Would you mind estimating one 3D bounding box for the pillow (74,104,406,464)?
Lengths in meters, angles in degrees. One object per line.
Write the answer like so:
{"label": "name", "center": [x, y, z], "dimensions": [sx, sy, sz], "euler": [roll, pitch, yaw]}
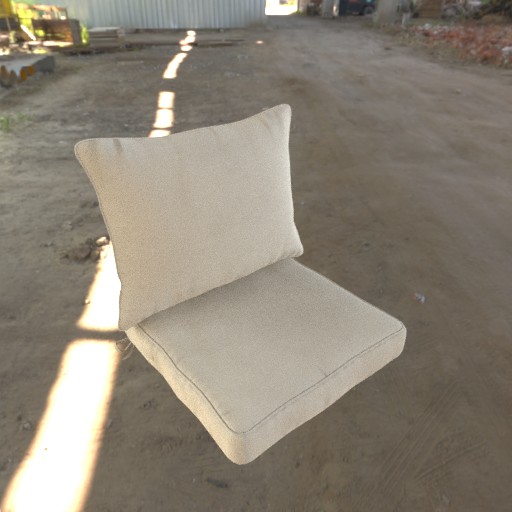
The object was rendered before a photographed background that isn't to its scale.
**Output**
{"label": "pillow", "center": [0.000, 0.000, 1.349], "dimensions": [0.798, 0.716, 0.733], "euler": [-22, 37, -33]}
